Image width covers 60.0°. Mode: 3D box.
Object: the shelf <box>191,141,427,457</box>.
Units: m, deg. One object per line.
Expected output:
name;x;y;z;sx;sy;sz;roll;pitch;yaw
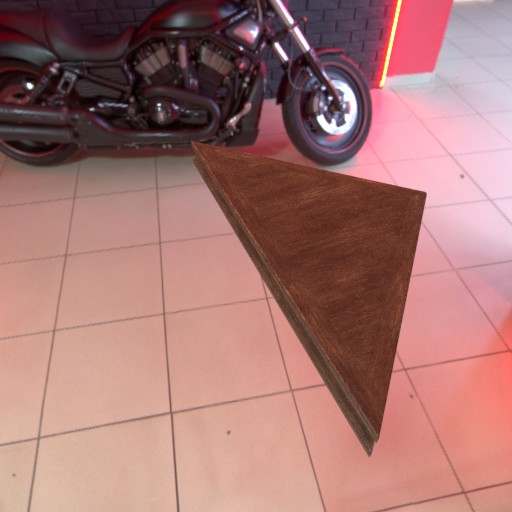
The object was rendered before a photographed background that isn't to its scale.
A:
shelf;0.000;0.000;0.449;0.296;0.035;0.296;16;47;15
